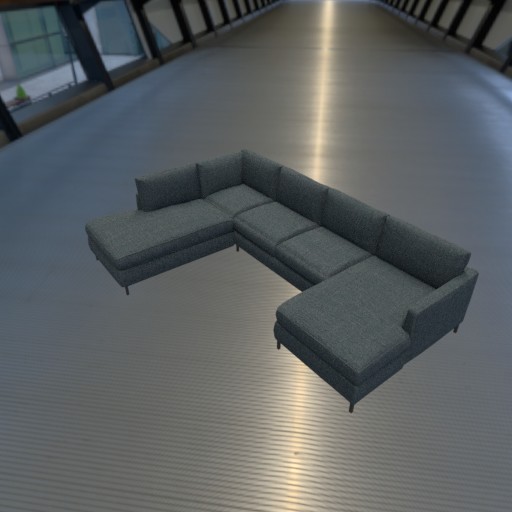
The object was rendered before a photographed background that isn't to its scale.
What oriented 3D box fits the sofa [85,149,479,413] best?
[{"bbox_3d":[0.000,0.000,3.586,1.879,0.753,2.737,-23,39,-31],"label":"sofa"}]
